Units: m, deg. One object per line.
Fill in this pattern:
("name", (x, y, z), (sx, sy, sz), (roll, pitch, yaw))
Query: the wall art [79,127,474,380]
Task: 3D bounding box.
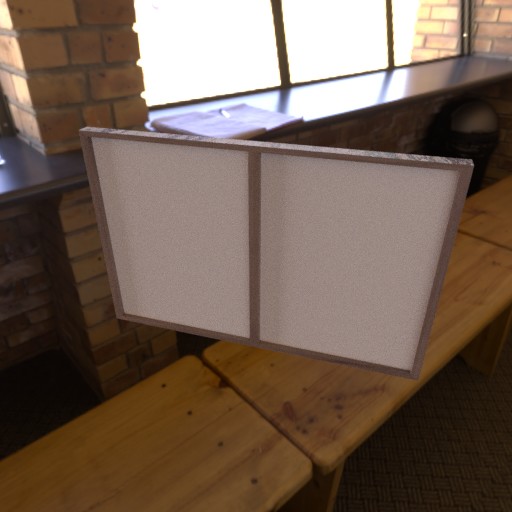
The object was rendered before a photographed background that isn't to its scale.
("wall art", (0.000, 0.000, 1.166), (0.919, 0.598, 0.038), (9, 32, 14))
